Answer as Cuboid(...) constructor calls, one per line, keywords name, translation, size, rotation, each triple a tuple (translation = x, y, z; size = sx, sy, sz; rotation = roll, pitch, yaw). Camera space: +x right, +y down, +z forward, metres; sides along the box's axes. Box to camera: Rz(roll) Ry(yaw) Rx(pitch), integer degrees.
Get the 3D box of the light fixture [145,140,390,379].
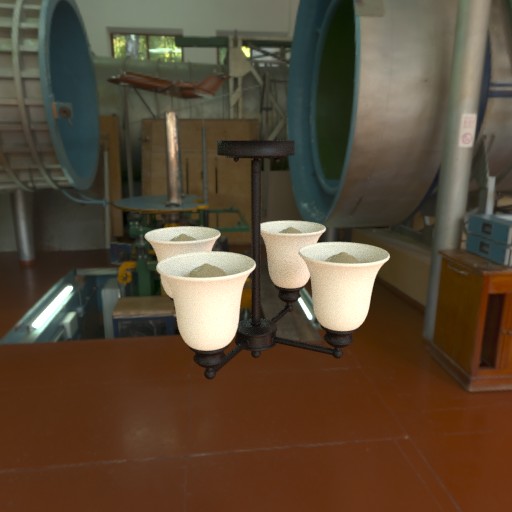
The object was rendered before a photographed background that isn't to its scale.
Cuboid(name="light fixture", translation=(0.000, 0.000, 1.835), size=(1.069, 0.925, 1.069), rotation=(7, 16, 26))
